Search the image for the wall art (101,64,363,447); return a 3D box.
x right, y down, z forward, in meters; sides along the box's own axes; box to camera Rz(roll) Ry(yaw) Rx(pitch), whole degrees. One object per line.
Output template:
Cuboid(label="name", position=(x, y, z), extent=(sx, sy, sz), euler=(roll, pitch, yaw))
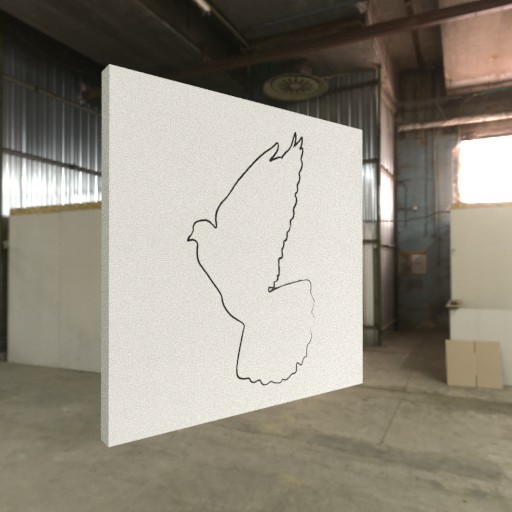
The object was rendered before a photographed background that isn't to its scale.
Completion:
Cuboid(label="wall art", position=(0.000, 0.000, 0.901), extent=(0.610, 0.610, 0.038), euler=(0, 0, -36))
